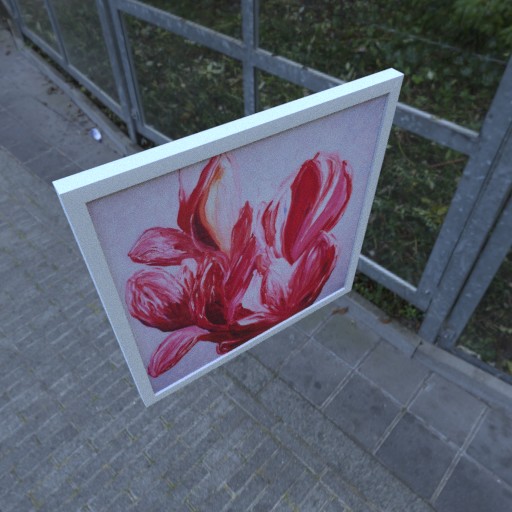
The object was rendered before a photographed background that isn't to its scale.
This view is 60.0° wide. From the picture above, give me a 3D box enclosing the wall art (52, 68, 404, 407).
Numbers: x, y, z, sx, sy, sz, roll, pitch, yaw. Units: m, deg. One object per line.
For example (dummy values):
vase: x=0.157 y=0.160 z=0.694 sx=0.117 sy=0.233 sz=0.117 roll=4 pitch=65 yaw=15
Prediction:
wall art: x=0.000 y=0.000 z=0.670 sx=0.455 sy=0.453 sz=0.023 roll=-26 pitch=52 yaw=-22
